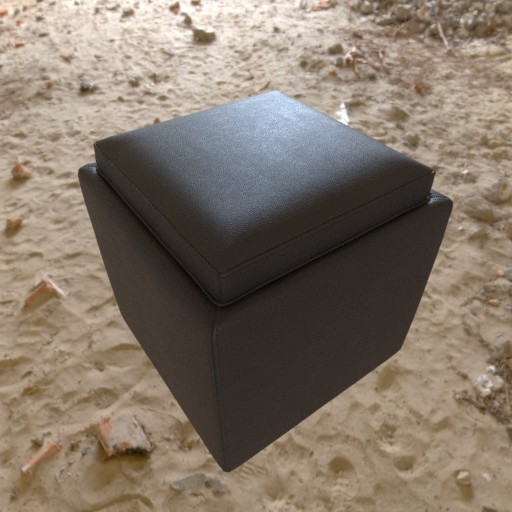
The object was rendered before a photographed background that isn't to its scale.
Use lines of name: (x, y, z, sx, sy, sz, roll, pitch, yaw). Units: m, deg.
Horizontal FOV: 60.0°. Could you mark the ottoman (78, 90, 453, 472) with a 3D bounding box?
ottoman: (0.000, 0.000, 0.811, 0.450, 0.460, 0.451, -26, 47, -26)
